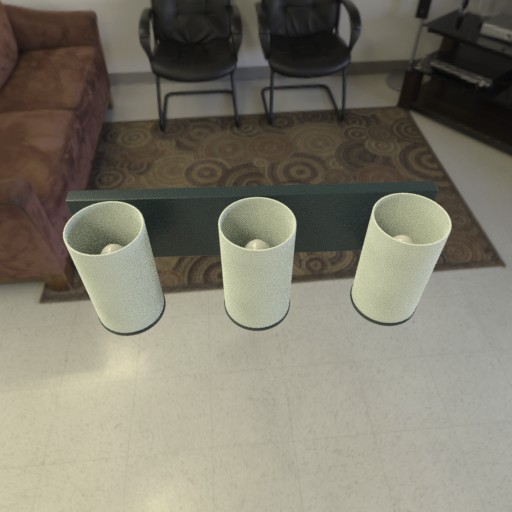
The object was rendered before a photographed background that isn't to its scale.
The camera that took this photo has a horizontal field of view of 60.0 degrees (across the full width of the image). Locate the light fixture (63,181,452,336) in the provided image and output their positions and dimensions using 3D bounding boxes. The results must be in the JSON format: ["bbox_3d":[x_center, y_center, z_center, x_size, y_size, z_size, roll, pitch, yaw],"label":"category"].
[{"bbox_3d":[0.000,0.000,0.535,0.451,0.172,0.145,-2,48,-2],"label":"light fixture"}]
